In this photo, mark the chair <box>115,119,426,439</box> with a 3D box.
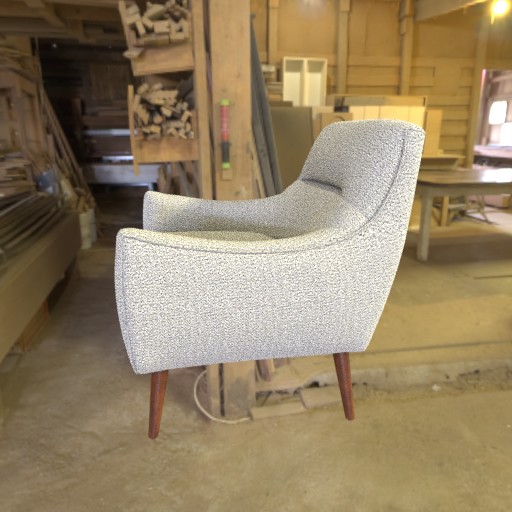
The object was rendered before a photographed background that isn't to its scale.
[{"bbox_3d":[0.000,0.000,1.424,0.787,0.838,0.762,-2,16,-8],"label":"chair"}]
